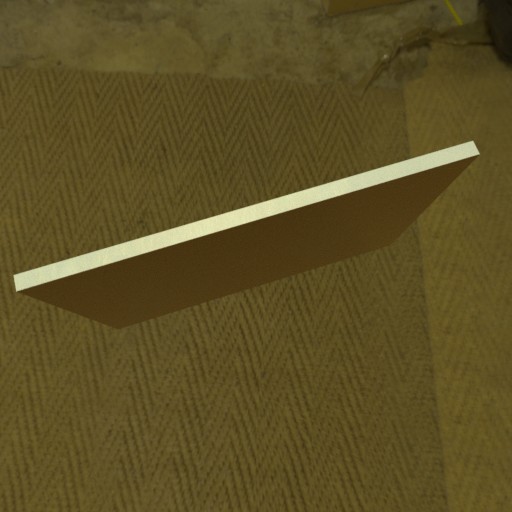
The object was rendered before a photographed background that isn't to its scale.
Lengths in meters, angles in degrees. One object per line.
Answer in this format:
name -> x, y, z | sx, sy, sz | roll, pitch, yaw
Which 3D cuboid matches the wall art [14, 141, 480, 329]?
wall art -> 0.000, 0.000, 1.417 | 1.145, 0.762, 0.041 | -17, 75, -5
